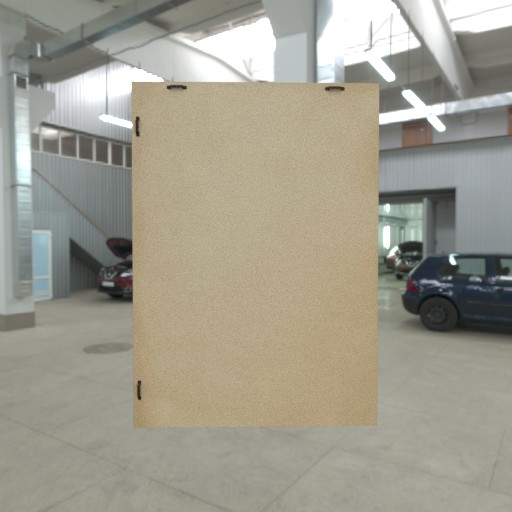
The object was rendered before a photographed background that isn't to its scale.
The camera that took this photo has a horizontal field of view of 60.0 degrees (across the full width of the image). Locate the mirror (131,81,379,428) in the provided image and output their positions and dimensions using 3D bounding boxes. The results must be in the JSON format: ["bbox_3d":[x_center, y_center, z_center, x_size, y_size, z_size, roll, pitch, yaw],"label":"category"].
[{"bbox_3d":[0.000,0.000,0.928,0.507,0.710,0.040,0,1,-1],"label":"mirror"}]
